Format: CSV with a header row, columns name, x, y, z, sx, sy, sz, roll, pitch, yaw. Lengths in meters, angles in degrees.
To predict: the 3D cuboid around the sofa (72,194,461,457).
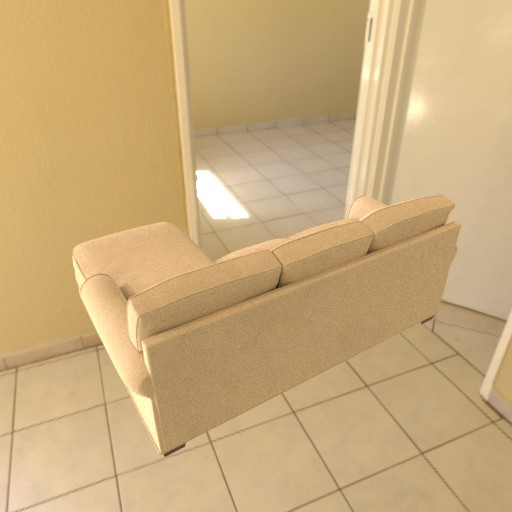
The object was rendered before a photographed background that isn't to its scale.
name,x,y,z,sx,sy,sz,roll,pitch,yaw
sofa,0.000,0.000,2.360,1.770,0.734,1.226,-18,36,-27
